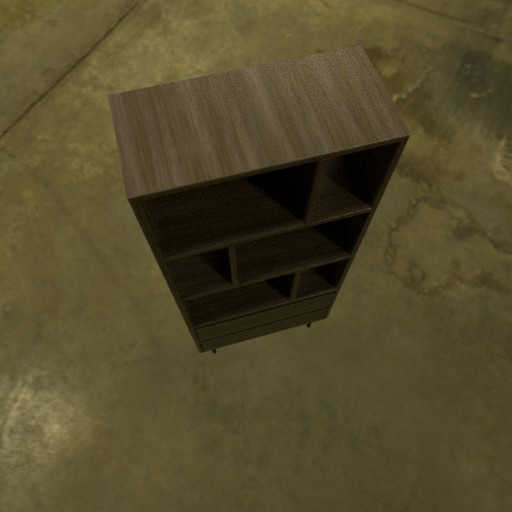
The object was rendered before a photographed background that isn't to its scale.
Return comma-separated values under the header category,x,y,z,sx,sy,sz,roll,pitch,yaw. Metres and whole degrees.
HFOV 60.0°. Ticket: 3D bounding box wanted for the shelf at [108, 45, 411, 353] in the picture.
category,x,y,z,sx,sy,sz,roll,pitch,yaw
shelf,0.000,0.000,1.761,0.670,1.545,0.323,-14,65,-7
